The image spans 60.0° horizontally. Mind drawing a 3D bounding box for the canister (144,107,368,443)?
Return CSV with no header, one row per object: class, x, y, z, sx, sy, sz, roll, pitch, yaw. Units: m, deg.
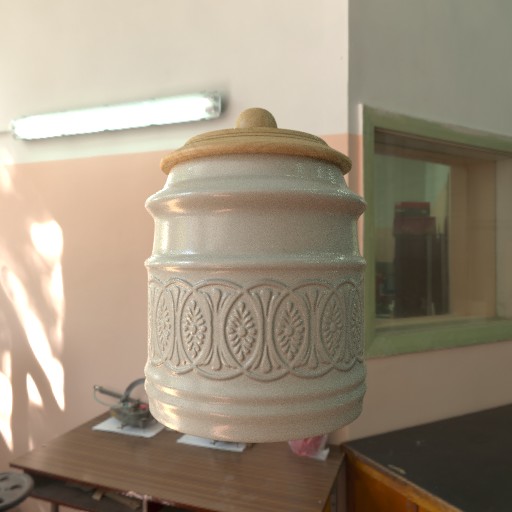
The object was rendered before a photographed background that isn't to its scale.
canister,0.000,0.000,0.266,0.130,0.176,0.130,0,0,0
